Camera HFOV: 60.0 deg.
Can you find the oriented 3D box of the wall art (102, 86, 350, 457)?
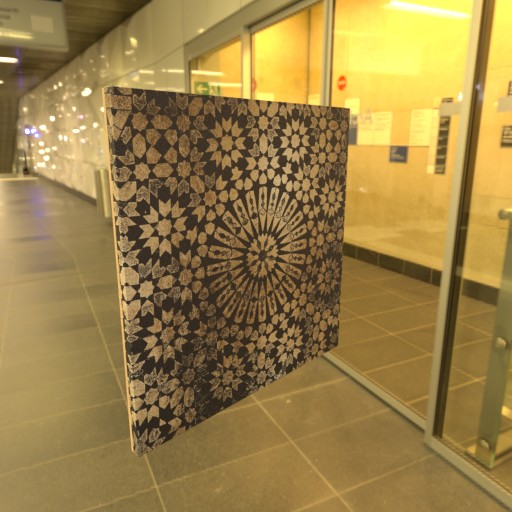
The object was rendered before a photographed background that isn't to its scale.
[{"bbox_3d":[0.000,0.000,1.372,0.038,0.914,0.914,14,20,43],"label":"wall art"}]
